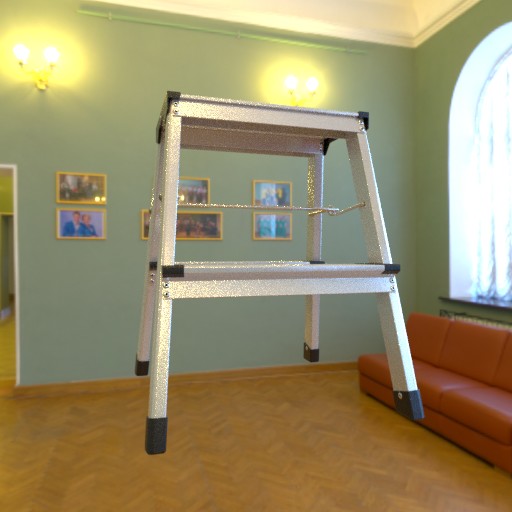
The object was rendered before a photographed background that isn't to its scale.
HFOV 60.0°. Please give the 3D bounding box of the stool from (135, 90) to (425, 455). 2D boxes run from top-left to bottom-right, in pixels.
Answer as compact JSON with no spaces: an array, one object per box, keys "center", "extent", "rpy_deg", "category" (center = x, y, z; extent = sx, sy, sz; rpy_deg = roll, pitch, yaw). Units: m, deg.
[{"center":[0.000,0.000,0.786],"extent":[0.404,0.480,0.405],"rpy_deg":[0,0,-17],"category":"stool"}]
